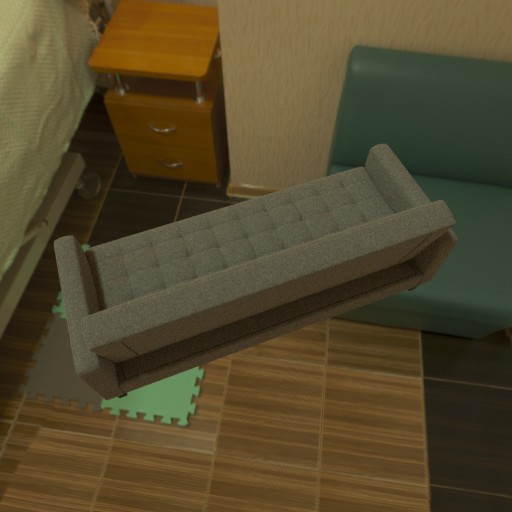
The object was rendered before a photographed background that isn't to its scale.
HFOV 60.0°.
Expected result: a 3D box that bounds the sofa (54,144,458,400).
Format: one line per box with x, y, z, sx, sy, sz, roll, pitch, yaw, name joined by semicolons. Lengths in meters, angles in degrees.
0.000;0.000;2.499;2.040;0.850;0.810;-18;60;-11;sofa
